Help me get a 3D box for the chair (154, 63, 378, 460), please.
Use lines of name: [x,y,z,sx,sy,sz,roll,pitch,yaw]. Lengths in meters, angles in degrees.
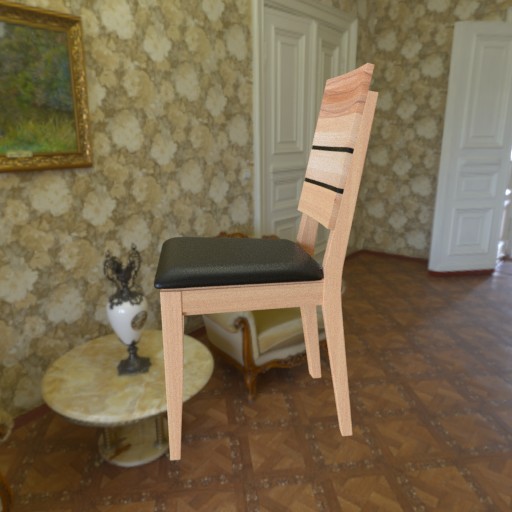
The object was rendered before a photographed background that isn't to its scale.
chair: [0.000,0.000,1.206,0.520,0.940,0.410,-2,15,-8]
